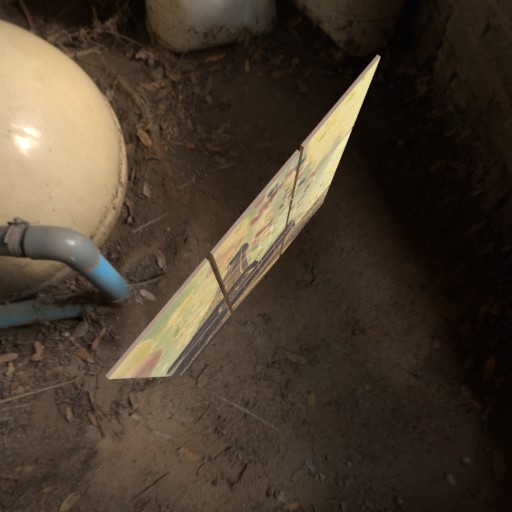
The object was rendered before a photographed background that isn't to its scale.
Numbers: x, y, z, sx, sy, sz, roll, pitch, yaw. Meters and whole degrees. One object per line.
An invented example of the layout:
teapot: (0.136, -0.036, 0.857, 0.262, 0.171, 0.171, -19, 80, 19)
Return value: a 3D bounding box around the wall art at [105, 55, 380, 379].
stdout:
wall art: (0.000, 0.000, 1.832, 0.013, 1.218, 1.219, 37, 78, 9)
